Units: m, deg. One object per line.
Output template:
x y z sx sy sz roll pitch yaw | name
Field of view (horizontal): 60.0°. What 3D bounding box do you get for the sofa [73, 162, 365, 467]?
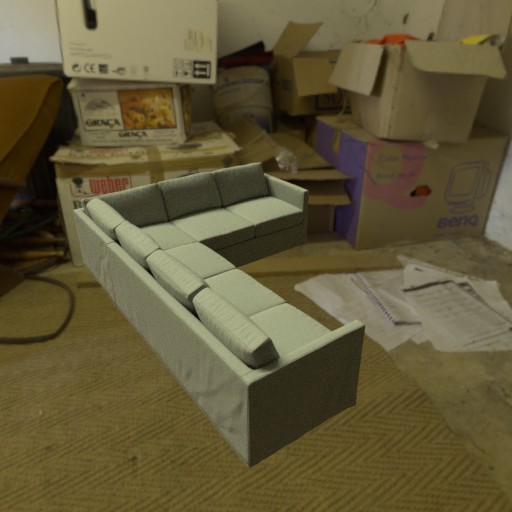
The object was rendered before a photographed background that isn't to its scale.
0.000 0.000 4.221 2.432 0.871 3.182 -19 32 -32 | sofa
